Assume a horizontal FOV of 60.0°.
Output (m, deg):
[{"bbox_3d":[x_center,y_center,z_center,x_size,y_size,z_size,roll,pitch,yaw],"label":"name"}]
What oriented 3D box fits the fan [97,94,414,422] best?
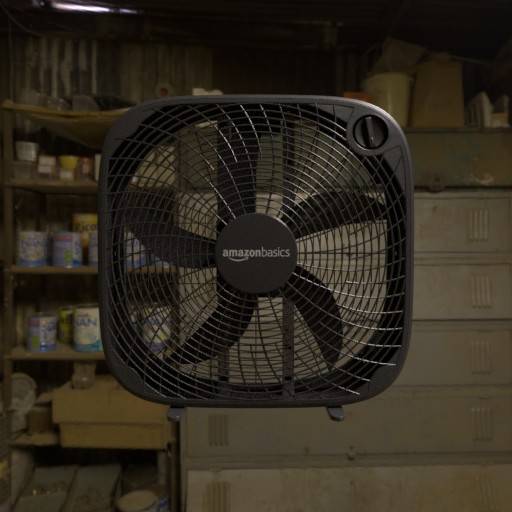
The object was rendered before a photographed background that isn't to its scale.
[{"bbox_3d":[0.000,0.000,0.775,0.526,0.533,0.142,0,2,0],"label":"fan"}]
